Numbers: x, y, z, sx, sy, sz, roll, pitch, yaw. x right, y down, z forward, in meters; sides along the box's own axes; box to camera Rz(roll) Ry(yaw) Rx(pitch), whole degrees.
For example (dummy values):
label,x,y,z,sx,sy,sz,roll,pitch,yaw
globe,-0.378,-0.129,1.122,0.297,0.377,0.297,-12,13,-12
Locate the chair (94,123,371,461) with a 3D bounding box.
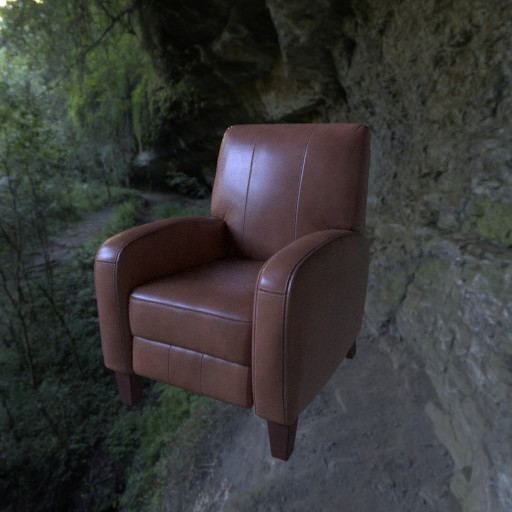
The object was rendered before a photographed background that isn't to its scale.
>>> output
label,x,y,z,sx,sy,sz,roll,pitch,yaw
chair,0.000,0.000,1.710,0.762,0.990,0.990,8,17,27
